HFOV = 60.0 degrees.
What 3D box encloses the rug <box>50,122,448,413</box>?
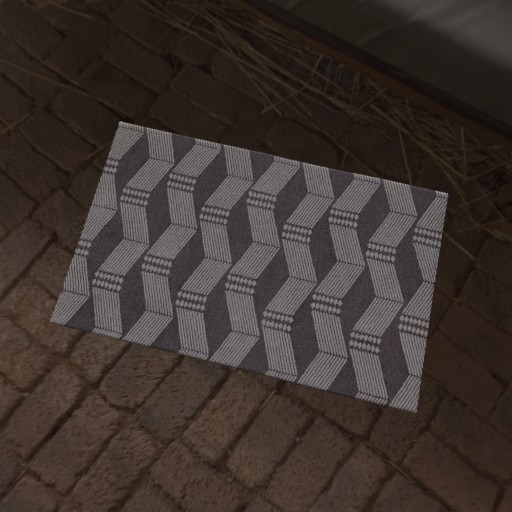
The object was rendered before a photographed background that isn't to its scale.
[{"bbox_3d":[0.000,0.000,3.031,2.435,0.011,1.517,13,77,3],"label":"rug"}]
